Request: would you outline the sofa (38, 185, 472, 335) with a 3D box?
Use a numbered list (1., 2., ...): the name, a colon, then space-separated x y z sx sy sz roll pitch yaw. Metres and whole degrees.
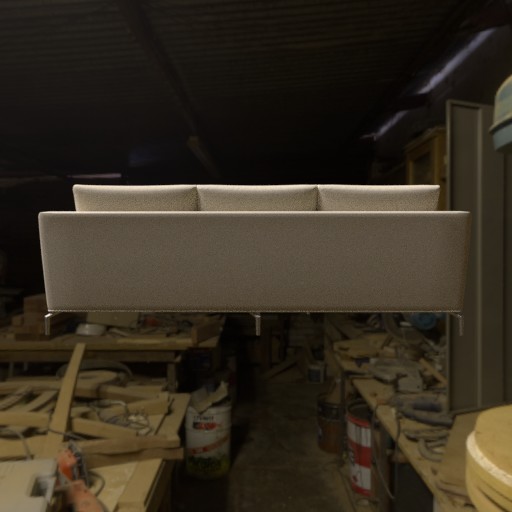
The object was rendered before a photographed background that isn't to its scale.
1. sofa: 0.000 0.000 3.674 2.448 0.867 2.430 0 1 0
